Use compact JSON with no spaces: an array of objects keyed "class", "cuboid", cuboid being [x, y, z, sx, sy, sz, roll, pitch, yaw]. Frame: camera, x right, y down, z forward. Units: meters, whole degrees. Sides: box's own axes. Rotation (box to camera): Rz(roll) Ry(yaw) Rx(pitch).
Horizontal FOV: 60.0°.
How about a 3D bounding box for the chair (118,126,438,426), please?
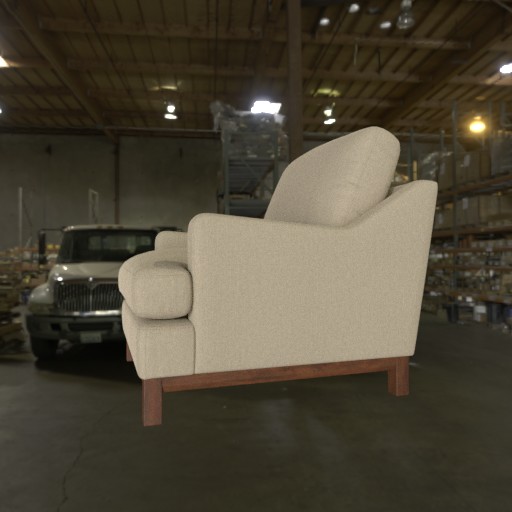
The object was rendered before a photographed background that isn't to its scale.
[{"class":"chair","cuboid":[0.000,0.000,1.732,1.001,0.916,0.912,0,-1,-19]}]
